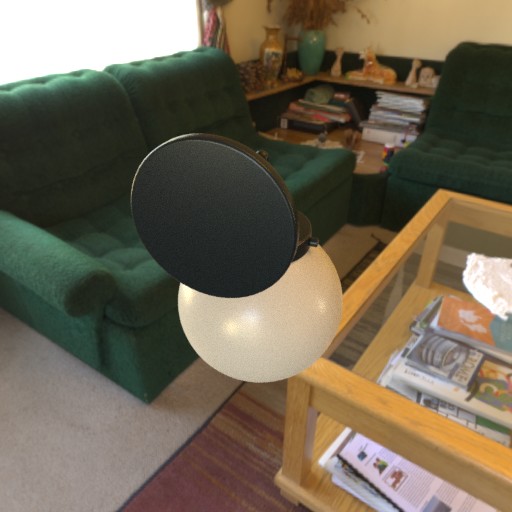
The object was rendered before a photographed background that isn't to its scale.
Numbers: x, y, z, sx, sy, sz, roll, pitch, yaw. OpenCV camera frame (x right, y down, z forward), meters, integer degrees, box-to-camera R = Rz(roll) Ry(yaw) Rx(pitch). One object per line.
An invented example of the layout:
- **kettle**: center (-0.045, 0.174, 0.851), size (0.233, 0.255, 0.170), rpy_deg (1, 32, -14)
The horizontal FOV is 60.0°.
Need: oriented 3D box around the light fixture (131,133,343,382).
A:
- **light fixture**: center (0.000, 0.000, 0.486), size (0.197, 0.332, 0.230), rpy_deg (10, 34, 15)
